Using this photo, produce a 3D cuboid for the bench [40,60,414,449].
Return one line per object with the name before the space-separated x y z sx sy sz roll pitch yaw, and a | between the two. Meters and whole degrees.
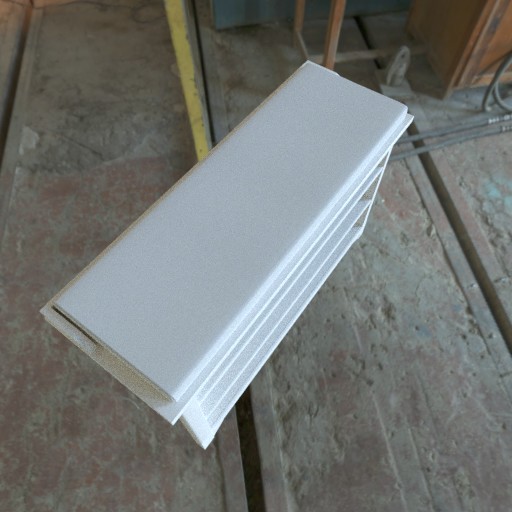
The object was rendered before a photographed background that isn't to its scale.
bench | 0.000 0.000 1.264 0.346 0.589 0.987 32 64 18
